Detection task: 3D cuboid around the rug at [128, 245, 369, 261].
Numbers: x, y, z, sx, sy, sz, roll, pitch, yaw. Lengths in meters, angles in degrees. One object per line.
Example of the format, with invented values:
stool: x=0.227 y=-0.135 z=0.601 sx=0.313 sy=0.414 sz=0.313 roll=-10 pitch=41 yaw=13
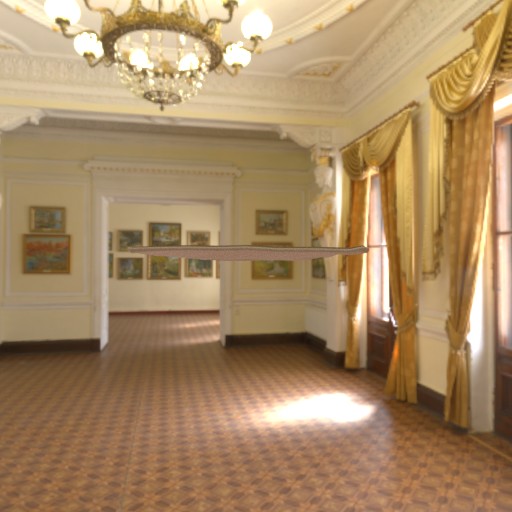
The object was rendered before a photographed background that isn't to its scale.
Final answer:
rug: x=0.000 y=0.000 z=2.695 sx=0.831 sy=0.036 sz=2.381 roll=0 pitch=-1 yaw=1
